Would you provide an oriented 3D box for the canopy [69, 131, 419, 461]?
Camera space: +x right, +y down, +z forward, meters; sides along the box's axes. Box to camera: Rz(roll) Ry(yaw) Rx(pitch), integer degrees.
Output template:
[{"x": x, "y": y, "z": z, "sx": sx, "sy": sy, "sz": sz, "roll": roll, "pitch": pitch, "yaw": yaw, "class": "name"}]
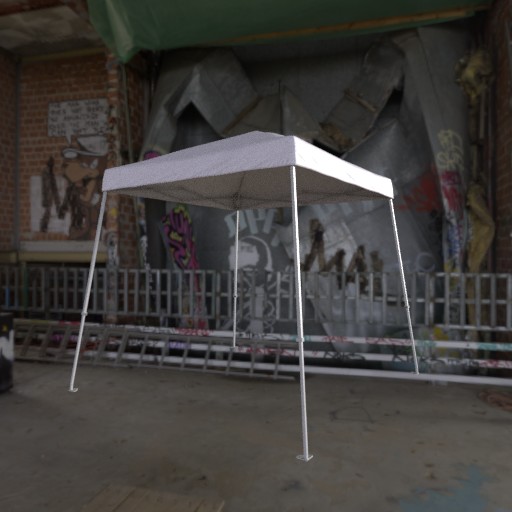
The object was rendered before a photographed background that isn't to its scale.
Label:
[{"x": 0.000, "y": 0.000, "z": 5.047, "sx": 2.849, "sy": 2.850, "sz": 2.850, "roll": 0, "pitch": 0, "yaw": 35, "class": "canopy"}]
